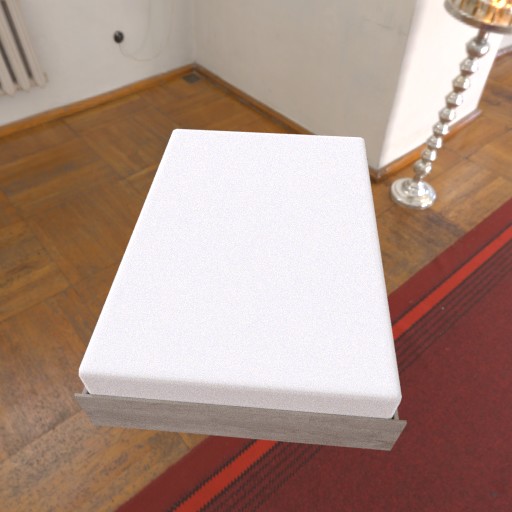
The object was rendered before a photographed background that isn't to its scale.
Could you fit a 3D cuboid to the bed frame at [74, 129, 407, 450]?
[{"bbox_3d":[0.000,0.000,2.623,1.445,0.497,1.945,4,47,3],"label":"bed frame"}]
